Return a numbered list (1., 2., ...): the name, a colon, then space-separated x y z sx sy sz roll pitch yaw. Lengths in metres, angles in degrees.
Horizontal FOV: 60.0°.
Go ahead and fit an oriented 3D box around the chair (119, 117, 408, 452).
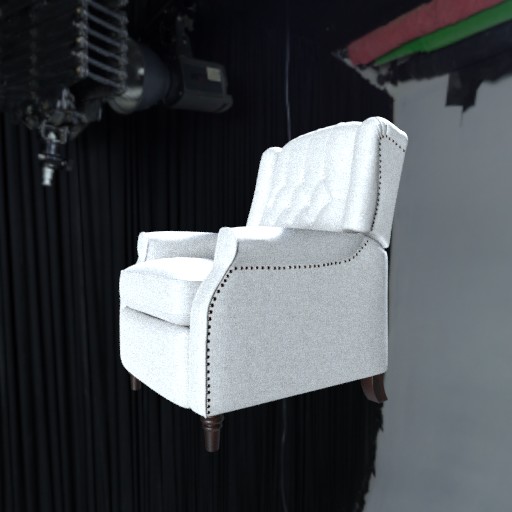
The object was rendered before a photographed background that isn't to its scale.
1. chair: 0.000 0.000 1.643 0.902 1.035 0.742 -1 2 -34
